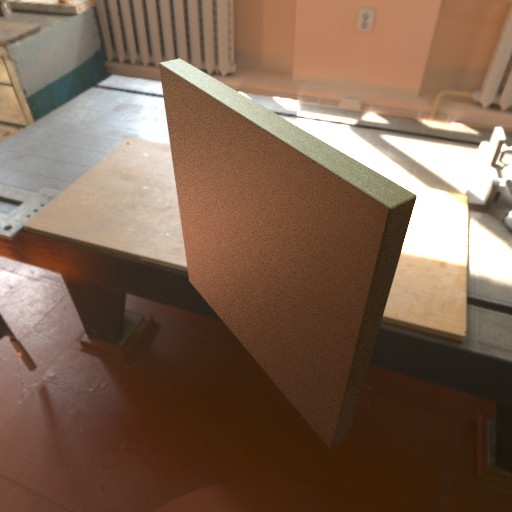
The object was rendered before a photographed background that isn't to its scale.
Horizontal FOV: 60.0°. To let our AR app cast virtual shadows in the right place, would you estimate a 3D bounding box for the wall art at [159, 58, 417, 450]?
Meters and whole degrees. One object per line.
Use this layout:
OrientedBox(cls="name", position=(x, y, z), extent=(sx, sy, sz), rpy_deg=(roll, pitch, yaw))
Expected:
OrientedBox(cls="wall art", position=(0.000, 0.000, 0.753), extent=(0.040, 0.506, 0.503), rpy_deg=(-25, 47, -25))
